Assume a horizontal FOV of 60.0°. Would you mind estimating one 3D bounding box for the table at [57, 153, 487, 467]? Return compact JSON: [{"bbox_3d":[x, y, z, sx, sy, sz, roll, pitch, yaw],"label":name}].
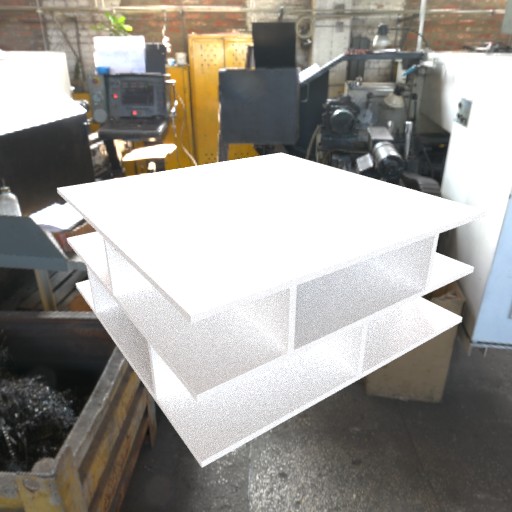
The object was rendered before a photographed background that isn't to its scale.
[{"bbox_3d":[0.000,0.000,1.071,0.700,0.289,0.700,-17,30,-32],"label":"table"}]
